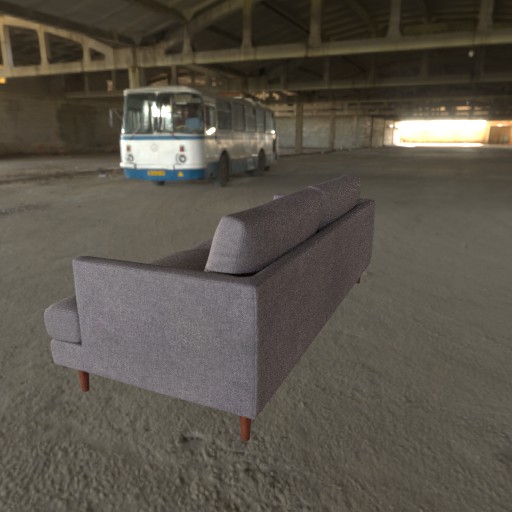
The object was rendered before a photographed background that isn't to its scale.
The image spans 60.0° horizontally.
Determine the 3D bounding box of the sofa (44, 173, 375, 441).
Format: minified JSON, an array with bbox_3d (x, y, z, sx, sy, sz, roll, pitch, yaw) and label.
[{"bbox_3d":[0.000,0.000,2.690,1.020,0.868,2.250,7,17,23],"label":"sofa"}]
